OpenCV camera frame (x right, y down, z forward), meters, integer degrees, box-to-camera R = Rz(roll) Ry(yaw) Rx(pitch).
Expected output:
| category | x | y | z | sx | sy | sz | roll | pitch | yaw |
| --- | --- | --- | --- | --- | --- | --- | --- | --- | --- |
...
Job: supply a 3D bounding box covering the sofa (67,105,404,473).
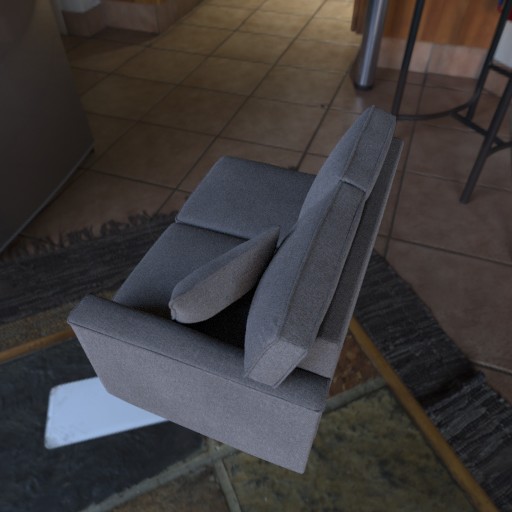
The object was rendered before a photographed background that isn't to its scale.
| category | x | y | z | sx | sy | sz | roll | pitch | yaw |
| --- | --- | --- | --- | --- | --- | --- | --- | --- | --- |
| sofa | 0.000 | 0.000 | 2.042 | 0.991 | 0.989 | 1.388 | 16 | 49 | 15 |
